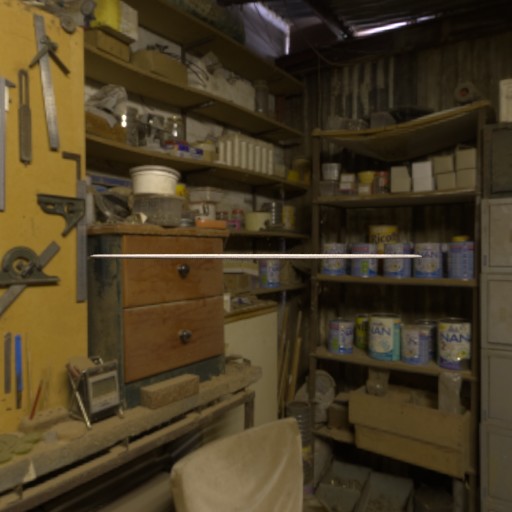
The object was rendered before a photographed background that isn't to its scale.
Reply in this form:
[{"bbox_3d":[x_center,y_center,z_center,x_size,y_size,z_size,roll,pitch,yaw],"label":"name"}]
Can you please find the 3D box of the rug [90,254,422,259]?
[{"bbox_3d":[0.000,0.000,2.272,1.593,0.012,1.593,0,0,0],"label":"rug"}]
